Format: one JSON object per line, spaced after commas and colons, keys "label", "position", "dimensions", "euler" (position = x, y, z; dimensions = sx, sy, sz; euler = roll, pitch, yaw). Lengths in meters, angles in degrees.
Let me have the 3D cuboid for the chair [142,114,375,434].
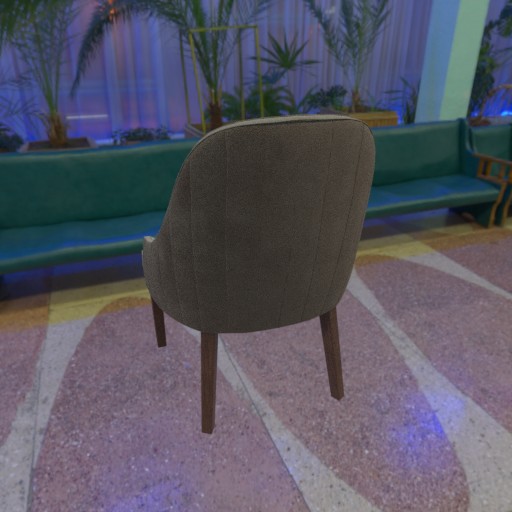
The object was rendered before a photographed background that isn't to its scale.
{"label": "chair", "position": [0.000, 0.000, 1.324], "dimensions": [0.643, 0.889, 0.575], "euler": [-8, 28, -17]}
